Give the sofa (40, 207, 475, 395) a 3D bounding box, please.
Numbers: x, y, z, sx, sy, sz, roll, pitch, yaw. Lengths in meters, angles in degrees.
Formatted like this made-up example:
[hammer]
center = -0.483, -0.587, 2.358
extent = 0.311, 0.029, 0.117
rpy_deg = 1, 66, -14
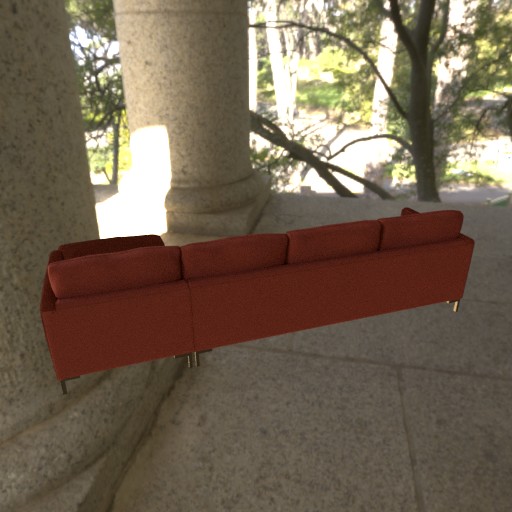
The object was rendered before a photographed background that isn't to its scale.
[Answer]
[sofa]
center = 0.000, 0.000, 3.411
extent = 2.932, 0.810, 1.350
rpy_deg = -8, 26, -17
